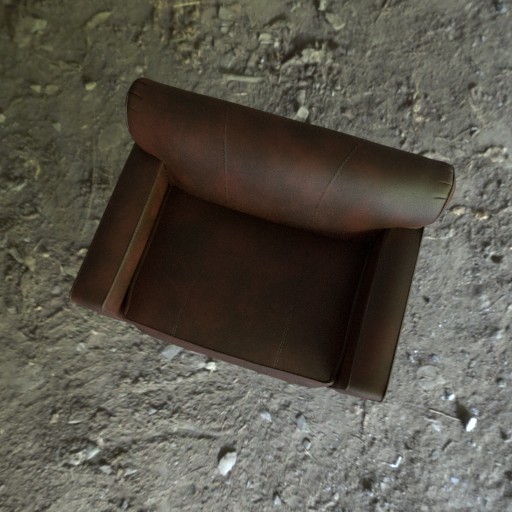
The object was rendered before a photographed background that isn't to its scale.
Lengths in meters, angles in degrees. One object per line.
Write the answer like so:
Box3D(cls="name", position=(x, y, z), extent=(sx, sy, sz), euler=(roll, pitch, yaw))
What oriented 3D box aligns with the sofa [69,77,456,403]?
Box3D(cls="sofa", position=(0.000, 0.000, 2.076), extent=(1.413, 0.956, 1.000), euler=(17, 76, 5))
